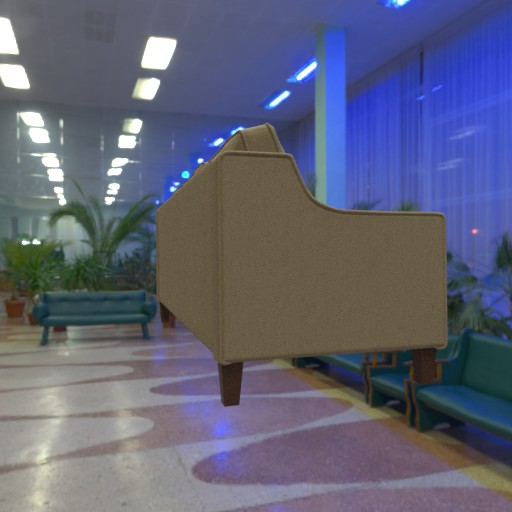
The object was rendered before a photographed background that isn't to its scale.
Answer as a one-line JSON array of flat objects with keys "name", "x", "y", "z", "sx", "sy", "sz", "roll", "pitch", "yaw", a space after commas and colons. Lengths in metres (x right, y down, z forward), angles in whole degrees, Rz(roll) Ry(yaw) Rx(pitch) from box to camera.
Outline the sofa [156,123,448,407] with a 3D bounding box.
[{"name": "sofa", "x": 0.000, "y": 0.000, "z": 2.484, "sx": 0.911, "sy": 0.974, "sz": 1.986, "roll": 0, "pitch": 0, "yaw": -18}]
